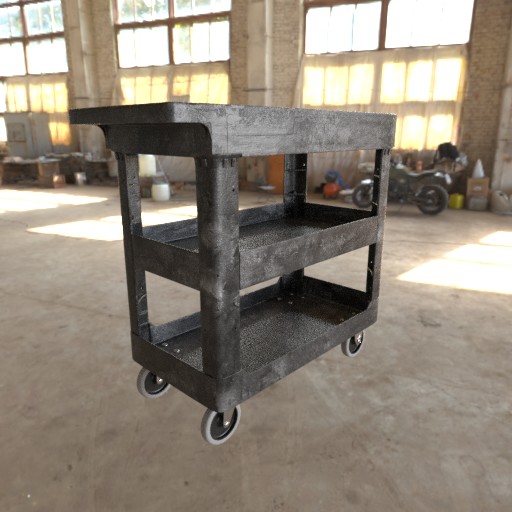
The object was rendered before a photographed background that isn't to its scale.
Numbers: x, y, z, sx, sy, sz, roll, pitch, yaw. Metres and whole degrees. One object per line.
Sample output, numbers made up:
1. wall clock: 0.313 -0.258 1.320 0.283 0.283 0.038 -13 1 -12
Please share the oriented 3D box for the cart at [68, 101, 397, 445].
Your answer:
1. cart: 0.000 0.000 1.330 0.420 0.824 0.877 15 21 42
